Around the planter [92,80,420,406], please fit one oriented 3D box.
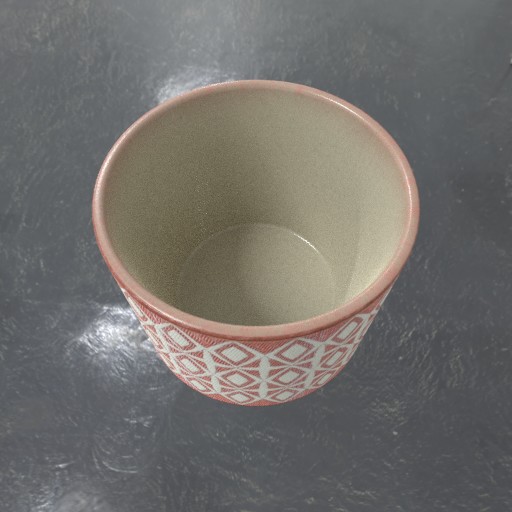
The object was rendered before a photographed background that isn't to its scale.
[{"bbox_3d":[0.000,0.000,0.475,0.273,0.237,0.273,0,59,0],"label":"planter"}]
